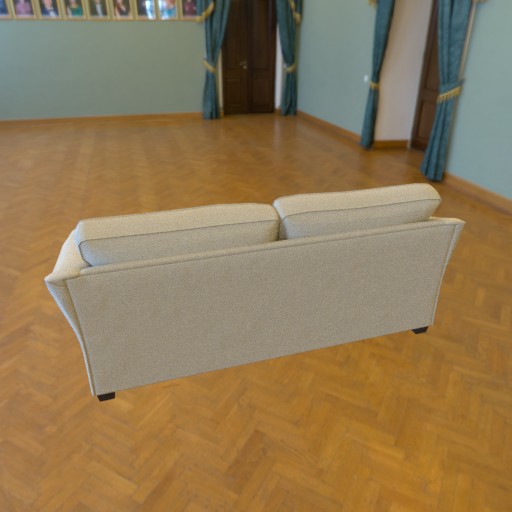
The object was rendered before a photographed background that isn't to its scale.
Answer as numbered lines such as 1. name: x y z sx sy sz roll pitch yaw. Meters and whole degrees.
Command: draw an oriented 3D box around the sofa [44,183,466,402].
1. sofa: 0.000 0.000 2.772 2.270 0.965 0.980 -8 28 -15
